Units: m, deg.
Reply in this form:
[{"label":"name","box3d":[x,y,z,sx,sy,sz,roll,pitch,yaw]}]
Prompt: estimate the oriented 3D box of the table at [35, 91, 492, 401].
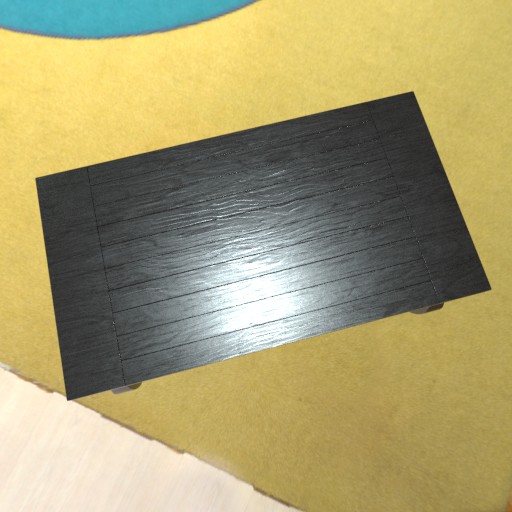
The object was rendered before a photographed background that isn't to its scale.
[{"label":"table","box3d":[0.000,0.000,1.379,1.062,0.494,0.600,-14,76,-4]}]
